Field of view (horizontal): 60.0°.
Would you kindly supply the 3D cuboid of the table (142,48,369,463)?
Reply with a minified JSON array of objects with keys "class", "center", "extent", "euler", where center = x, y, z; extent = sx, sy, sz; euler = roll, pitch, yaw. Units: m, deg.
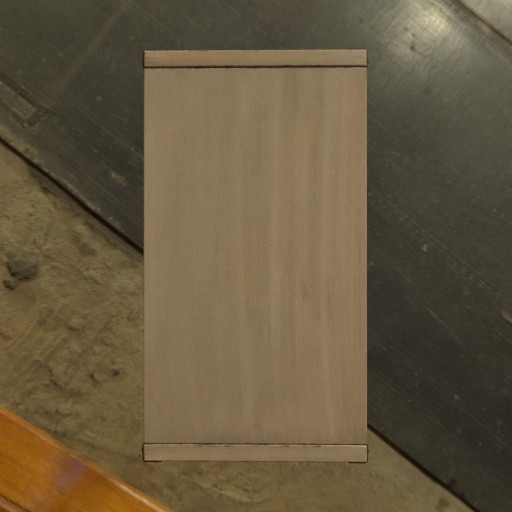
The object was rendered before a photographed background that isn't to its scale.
[{"class":"table","center":[0.000,0.000,1.300],"extent":[0.559,0.456,1.016],"euler":[0,90,1]}]
